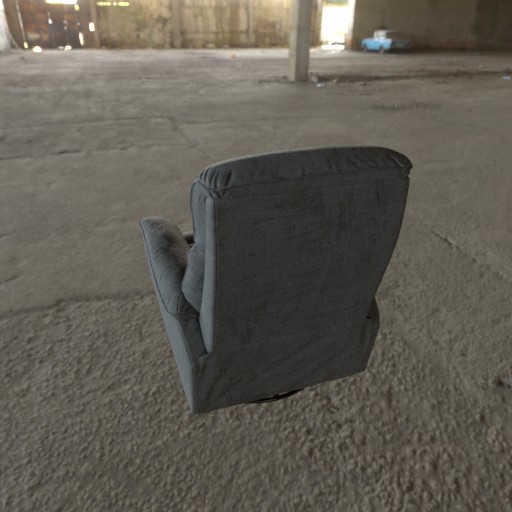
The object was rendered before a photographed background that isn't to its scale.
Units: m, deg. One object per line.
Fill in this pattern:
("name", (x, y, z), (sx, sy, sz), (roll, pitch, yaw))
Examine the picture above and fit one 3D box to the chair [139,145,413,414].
("chair", (0.000, 0.000, 1.749), (0.820, 1.037, 1.004), (-9, 29, -17))
